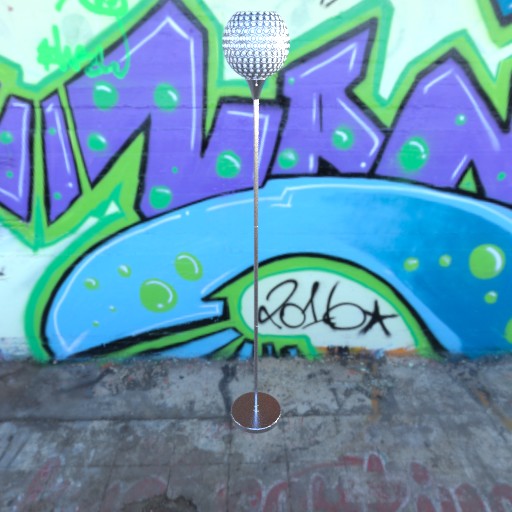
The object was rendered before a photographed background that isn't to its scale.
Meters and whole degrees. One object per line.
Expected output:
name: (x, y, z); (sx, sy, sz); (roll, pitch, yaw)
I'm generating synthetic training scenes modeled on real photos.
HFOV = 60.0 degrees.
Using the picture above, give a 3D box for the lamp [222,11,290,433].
lamp: (0.000, 0.000, 1.869); (0.254, 1.805, 0.254); (0, 26, 0)
